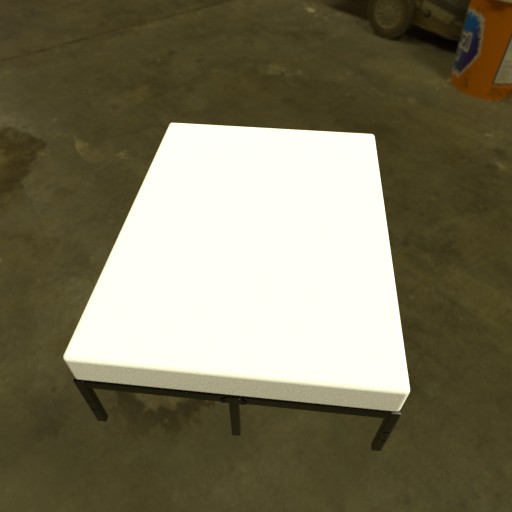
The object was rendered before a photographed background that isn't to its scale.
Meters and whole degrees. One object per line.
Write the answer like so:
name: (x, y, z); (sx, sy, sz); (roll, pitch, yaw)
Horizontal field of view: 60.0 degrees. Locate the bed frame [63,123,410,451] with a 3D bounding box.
bed frame: (0.000, 0.000, 2.854); (1.557, 0.659, 2.072); (4, 47, 4)
